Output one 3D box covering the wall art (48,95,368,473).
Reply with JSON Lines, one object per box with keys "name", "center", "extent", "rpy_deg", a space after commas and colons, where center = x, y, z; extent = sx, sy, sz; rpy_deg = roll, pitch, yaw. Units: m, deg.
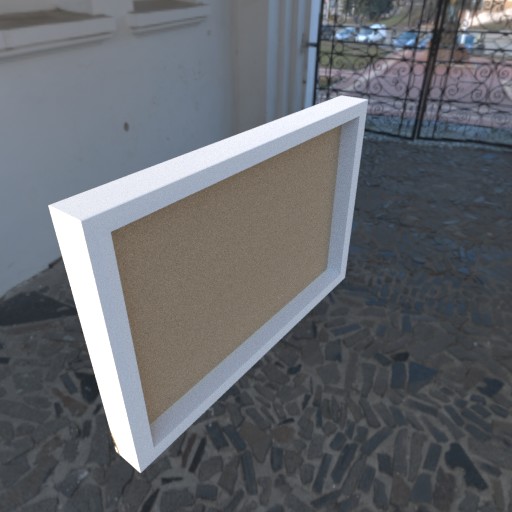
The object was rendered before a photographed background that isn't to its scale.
{"name": "wall art", "center": [0.000, 0.000, 0.466], "extent": [0.039, 0.254, 0.384], "rpy_deg": [23, 39, 31]}
